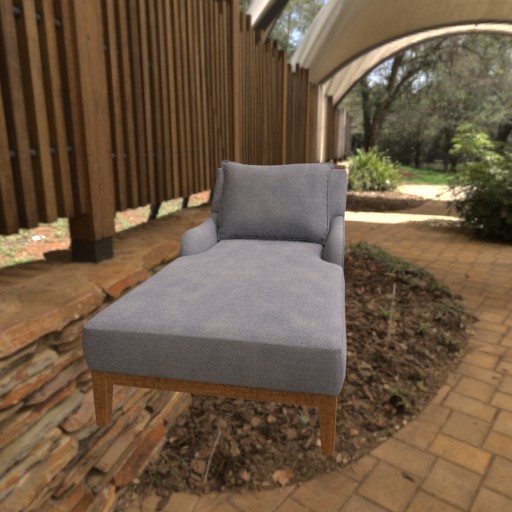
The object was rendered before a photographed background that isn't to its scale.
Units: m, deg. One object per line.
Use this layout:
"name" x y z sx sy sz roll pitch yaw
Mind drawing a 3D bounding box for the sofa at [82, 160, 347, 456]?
"sofa" 0.000 0.000 2.246 0.904 0.883 1.779 3 15 11
